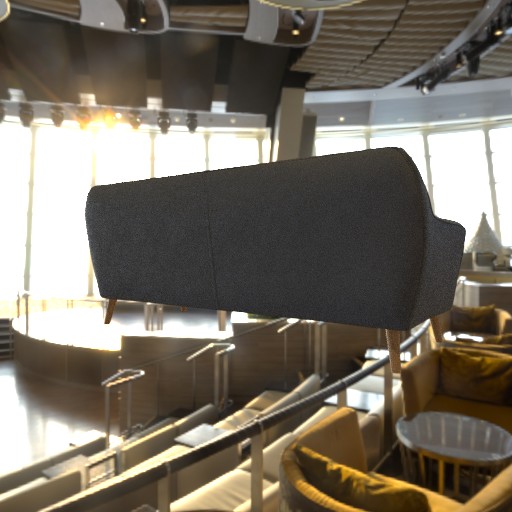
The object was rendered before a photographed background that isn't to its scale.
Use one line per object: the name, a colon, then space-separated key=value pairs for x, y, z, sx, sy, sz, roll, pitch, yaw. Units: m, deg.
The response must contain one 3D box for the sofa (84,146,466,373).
sofa: x=0.000 y=0.000 z=2.403 sx=1.975 sy=0.832 sz=0.841 roll=1 pitch=1 yaw=36
